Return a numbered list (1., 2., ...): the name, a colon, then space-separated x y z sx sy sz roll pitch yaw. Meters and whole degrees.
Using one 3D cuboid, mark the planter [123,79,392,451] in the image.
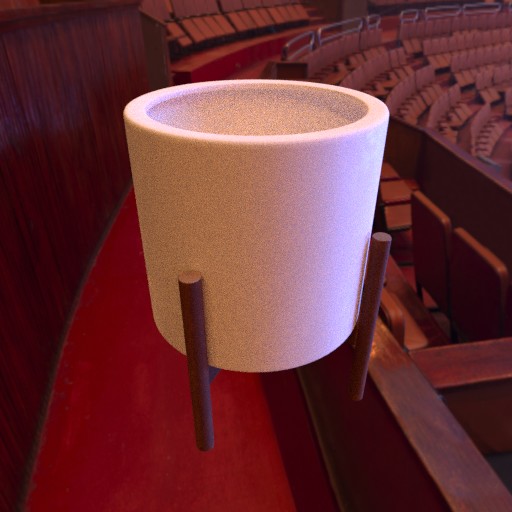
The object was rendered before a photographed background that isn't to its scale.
1. planter: 0.000 0.000 0.869 0.420 0.581 0.421 -10 33 -15
